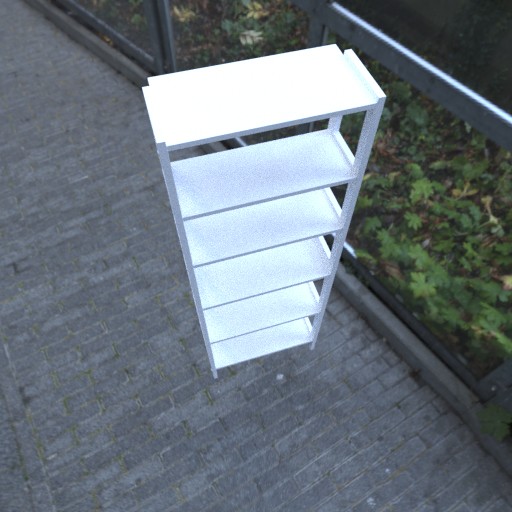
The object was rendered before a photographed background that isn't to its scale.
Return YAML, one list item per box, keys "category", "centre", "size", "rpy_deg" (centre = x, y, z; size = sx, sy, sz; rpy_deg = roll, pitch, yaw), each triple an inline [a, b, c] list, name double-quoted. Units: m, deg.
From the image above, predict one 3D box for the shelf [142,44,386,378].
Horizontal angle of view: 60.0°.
- category: "shelf"
  centre: [0.000, 0.000, 2.086]
  size: [0.660, 1.892, 0.381]
  rpy_deg: [-14, 58, -9]
